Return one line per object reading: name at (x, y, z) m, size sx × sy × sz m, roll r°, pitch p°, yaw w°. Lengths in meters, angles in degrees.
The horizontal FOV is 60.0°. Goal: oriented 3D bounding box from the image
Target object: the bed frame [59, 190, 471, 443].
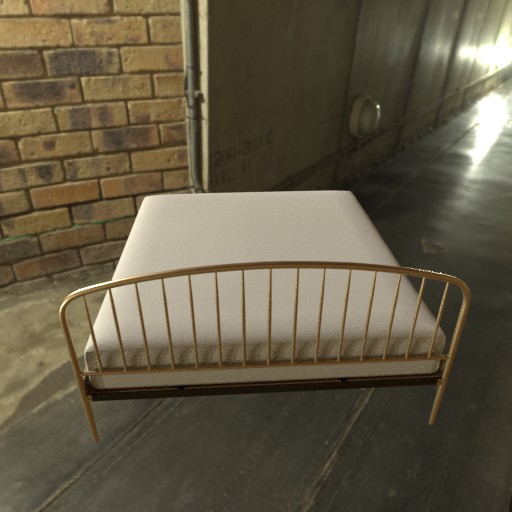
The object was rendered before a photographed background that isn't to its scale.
bed frame at (0.000, 0.000, 3.235) m, size 2.016 × 1.174 × 2.152 m, roll -2°, pitch 30°, yaw -3°
